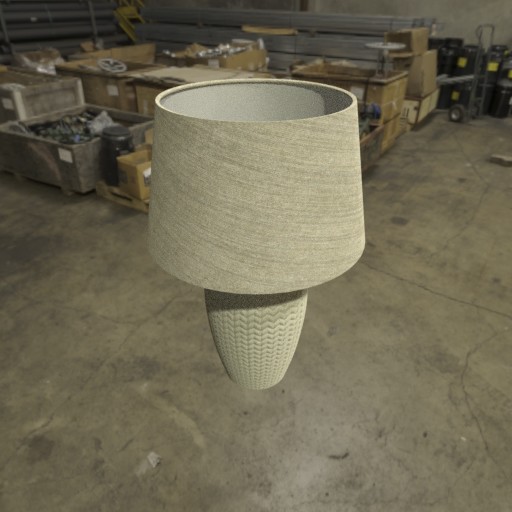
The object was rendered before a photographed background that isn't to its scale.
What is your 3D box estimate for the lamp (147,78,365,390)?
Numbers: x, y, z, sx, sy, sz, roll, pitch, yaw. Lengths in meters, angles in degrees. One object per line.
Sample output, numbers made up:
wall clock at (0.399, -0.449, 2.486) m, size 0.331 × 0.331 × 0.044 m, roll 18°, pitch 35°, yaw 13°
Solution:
lamp at (0.000, 0.000, 0.837) m, size 0.390 × 0.580 × 0.390 m, roll 0°, pitch 31°, yaw 0°
